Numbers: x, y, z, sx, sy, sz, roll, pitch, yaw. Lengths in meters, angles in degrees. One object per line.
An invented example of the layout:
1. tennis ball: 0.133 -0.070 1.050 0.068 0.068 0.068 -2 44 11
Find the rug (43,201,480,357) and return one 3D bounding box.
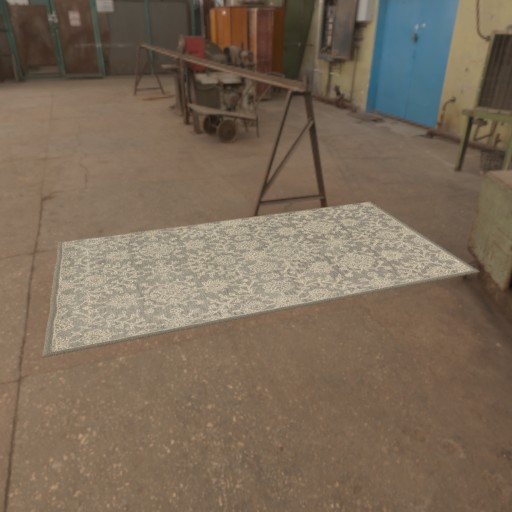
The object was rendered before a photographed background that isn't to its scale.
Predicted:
1. rug: 0.000 0.000 3.568 3.048 0.011 1.546 -9 29 -16
